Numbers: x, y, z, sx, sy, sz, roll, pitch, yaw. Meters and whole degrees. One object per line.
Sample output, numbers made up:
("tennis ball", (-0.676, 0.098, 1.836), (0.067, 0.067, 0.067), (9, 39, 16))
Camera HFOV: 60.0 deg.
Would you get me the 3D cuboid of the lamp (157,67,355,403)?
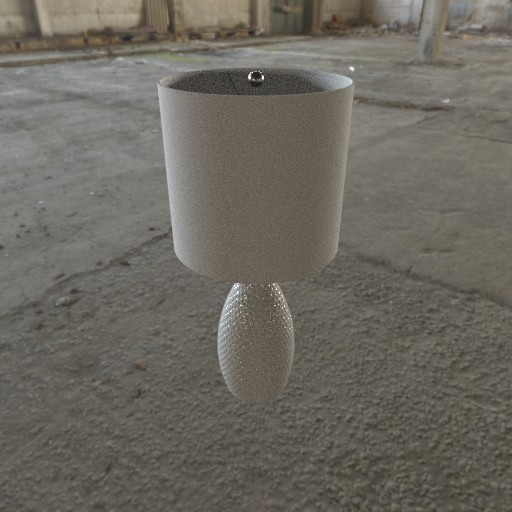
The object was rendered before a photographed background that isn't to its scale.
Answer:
("lamp", (0.000, 0.000, 0.601), (0.214, 0.466, 0.214), (22, 36, 34))
